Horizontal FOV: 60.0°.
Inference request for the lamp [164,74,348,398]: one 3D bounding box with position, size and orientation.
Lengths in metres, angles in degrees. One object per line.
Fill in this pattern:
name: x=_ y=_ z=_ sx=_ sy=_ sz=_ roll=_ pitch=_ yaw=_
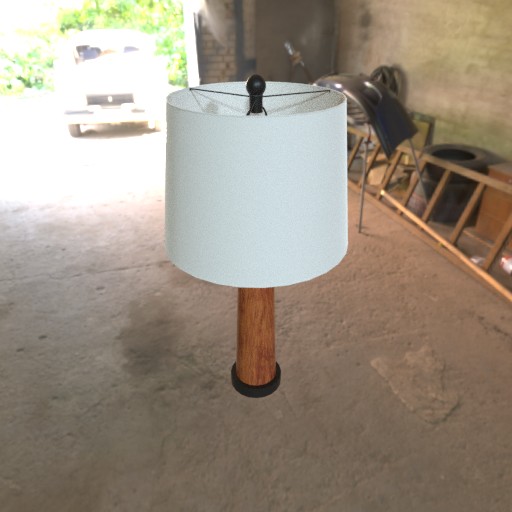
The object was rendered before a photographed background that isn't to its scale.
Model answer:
lamp: x=0.000 y=0.000 z=0.873 sx=0.349 sy=0.667 sz=0.349 roll=0 pitch=30 yaw=0
